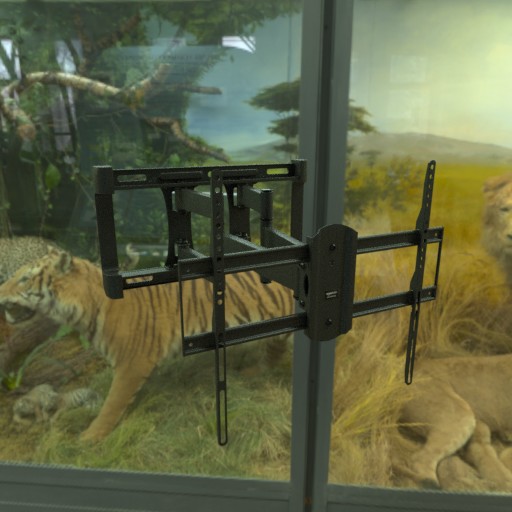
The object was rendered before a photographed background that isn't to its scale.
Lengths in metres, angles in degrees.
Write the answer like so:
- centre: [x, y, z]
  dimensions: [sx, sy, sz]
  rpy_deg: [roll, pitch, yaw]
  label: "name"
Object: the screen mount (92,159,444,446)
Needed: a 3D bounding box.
- centre: [0.000, 0.000, 0.950]
  dimensions: [0.571, 0.424, 0.556]
  rpy_deg: [-8, 18, -25]
  label: "screen mount"
